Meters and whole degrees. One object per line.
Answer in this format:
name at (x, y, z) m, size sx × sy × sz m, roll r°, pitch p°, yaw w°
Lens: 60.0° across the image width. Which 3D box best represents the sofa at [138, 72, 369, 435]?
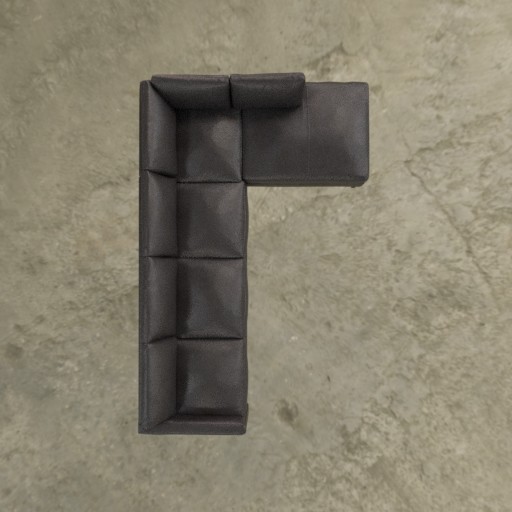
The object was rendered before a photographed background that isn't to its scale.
sofa at (0.000, 0.000, 3.856) m, size 1.938 × 0.877 × 2.984 m, roll 0°, pitch 90°, yaw 2°
